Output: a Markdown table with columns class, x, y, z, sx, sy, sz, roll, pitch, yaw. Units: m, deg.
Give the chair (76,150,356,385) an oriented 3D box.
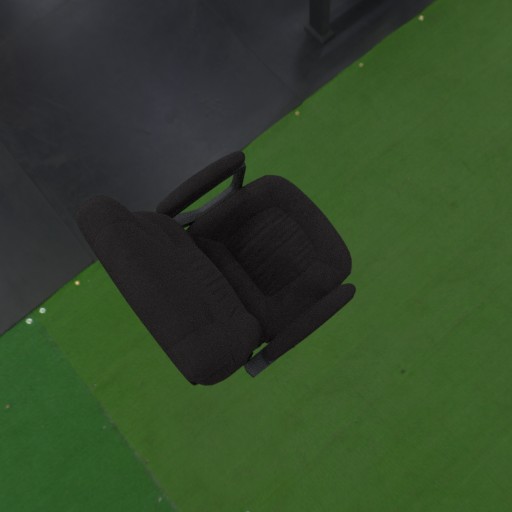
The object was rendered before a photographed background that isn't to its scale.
| class | x | y | z | sx | sy | sz | roll | pitch | yaw |
| --- | --- | --- | --- | --- | --- | --- | --- | --- | --- |
| chair | 0.000 | 0.000 | 1.514 | 0.724 | 1.105 | 0.667 | -37 | 79 | -8 |
